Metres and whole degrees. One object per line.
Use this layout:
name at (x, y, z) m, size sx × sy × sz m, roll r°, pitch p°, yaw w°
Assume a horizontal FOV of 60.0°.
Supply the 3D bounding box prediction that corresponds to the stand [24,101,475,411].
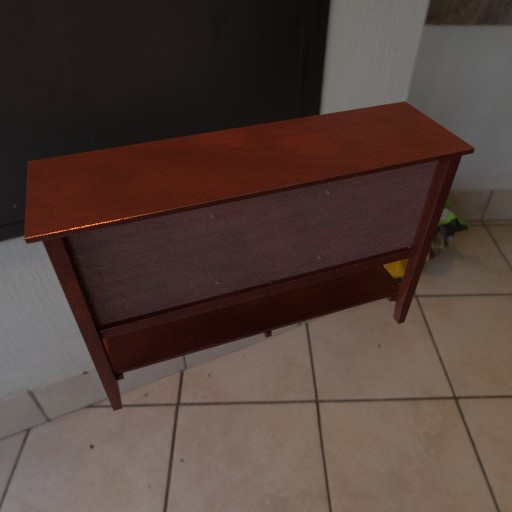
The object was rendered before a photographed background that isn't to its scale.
stand at (0.000, 0.000, 1.698) m, size 1.362 × 0.872 × 0.410 m, roll -13°, pitch 44°, yaw -15°
